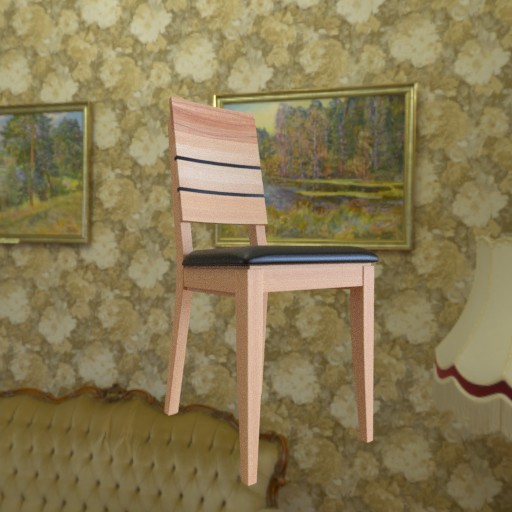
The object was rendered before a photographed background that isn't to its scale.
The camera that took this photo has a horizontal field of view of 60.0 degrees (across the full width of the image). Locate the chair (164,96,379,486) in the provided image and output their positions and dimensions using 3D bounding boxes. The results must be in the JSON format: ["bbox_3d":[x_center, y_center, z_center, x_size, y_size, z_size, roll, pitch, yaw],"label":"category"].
[{"bbox_3d":[0.000,0.000,1.212,0.410,0.940,0.520,0,1,-35],"label":"chair"}]
